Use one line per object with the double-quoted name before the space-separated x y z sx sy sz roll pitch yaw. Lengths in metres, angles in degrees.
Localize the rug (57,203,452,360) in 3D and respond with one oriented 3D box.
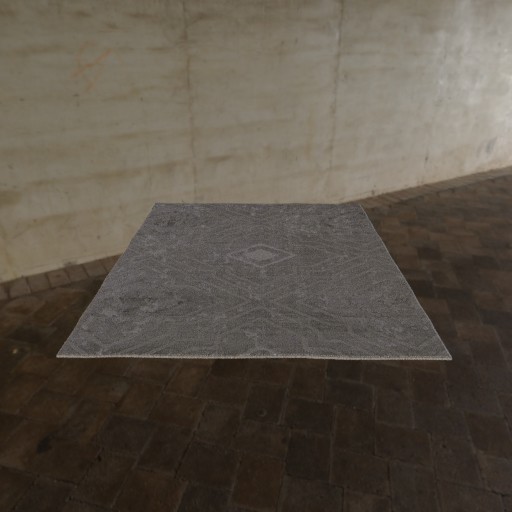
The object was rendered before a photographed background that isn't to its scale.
"rug" 0.000 0.000 0.897 0.548 0.006 0.639 0 26 1
